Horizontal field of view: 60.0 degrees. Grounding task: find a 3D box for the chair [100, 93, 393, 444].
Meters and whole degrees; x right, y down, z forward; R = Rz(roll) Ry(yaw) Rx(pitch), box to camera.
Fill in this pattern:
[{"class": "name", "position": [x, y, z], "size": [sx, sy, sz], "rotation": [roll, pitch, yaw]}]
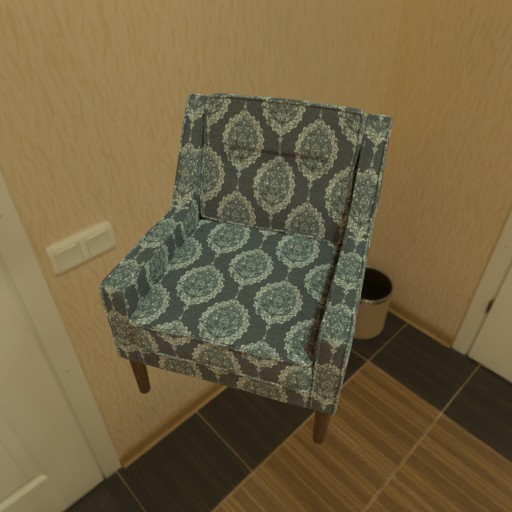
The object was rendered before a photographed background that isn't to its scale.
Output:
[{"class": "chair", "position": [0.000, 0.000, 1.377], "size": [0.663, 0.792, 0.743], "rotation": [11, 41, 13]}]
